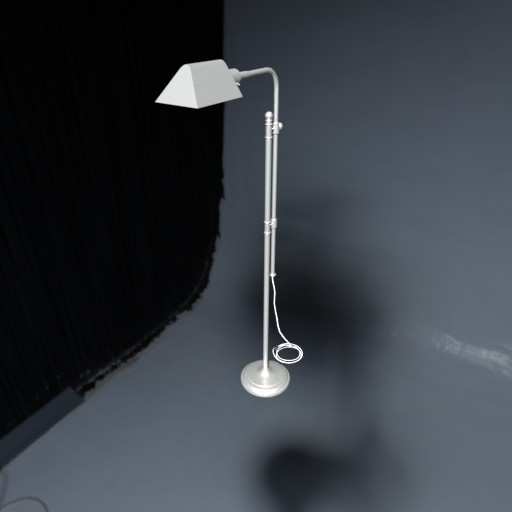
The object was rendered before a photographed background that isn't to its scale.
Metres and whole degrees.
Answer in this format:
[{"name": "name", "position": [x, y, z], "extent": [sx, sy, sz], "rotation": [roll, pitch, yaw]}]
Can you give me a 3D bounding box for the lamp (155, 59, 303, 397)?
[{"name": "lamp", "position": [0.000, 0.000, 1.891], "extent": [0.256, 1.571, 0.813], "rotation": [19, 34, 29]}]
